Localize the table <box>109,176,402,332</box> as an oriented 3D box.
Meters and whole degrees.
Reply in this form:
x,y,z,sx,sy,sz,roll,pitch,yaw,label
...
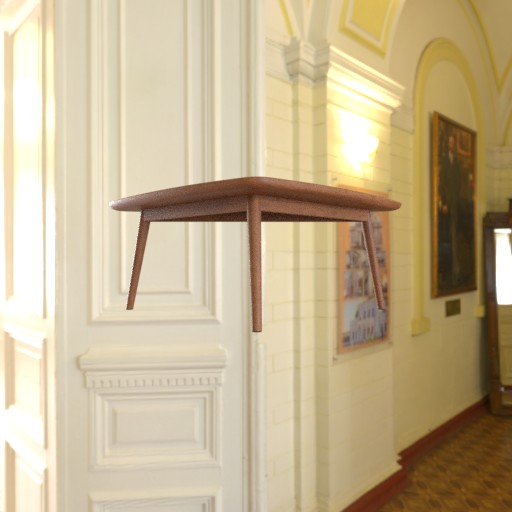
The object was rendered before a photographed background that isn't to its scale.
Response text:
x,y,z,sx,sy,sz,roll,pitch,yaw,label
0.000,0.000,1.312,1.008,0.365,0.601,0,0,0,table
